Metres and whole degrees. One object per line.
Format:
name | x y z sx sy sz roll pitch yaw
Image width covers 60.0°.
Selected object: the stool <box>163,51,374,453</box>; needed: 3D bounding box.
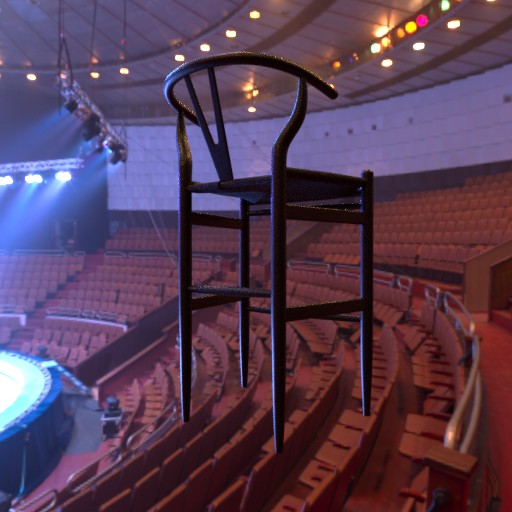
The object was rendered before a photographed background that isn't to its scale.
stool | 0.000 0.000 1.431 0.569 1.072 0.579 0 1 37
